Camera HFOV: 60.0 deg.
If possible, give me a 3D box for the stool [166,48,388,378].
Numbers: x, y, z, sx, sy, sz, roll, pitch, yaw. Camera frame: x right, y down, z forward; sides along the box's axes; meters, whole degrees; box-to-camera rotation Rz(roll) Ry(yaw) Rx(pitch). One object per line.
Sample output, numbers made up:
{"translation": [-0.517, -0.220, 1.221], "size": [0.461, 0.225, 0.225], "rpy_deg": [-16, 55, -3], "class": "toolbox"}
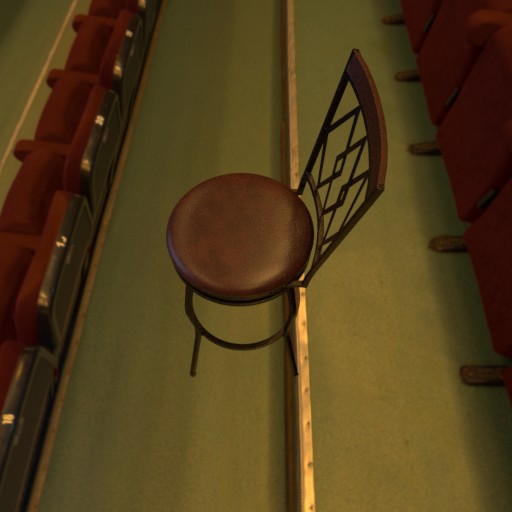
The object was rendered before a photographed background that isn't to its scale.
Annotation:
{"translation": [0.000, 0.000, 1.379], "size": [0.521, 1.134, 0.432], "rpy_deg": [1, 58, 0], "class": "stool"}
